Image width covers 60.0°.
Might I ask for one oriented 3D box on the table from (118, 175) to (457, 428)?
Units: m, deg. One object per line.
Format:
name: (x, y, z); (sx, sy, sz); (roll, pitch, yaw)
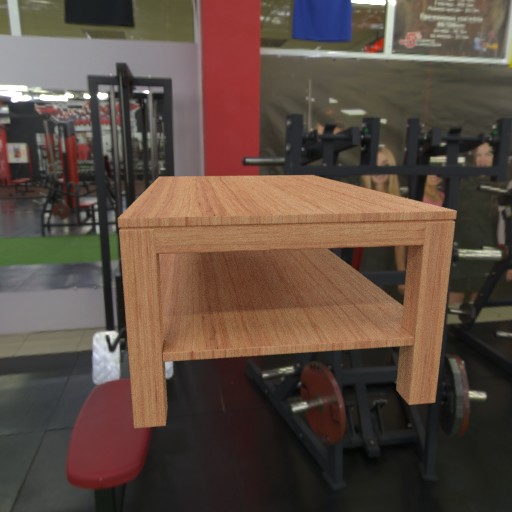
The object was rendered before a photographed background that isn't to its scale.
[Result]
table: (0.000, 0.000, 1.495); (0.695, 0.457, 1.146); (-2, 14, -8)
